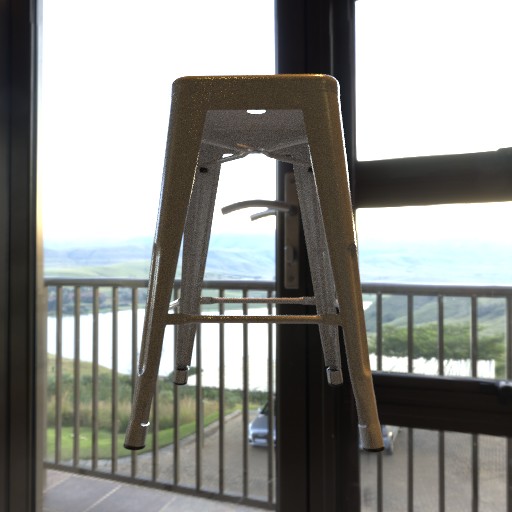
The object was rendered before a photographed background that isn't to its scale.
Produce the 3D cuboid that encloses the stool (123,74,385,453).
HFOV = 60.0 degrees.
[{"bbox_3d":[0.000,0.000,0.883,0.406,0.610,0.406,0,-1,1],"label":"stool"}]
